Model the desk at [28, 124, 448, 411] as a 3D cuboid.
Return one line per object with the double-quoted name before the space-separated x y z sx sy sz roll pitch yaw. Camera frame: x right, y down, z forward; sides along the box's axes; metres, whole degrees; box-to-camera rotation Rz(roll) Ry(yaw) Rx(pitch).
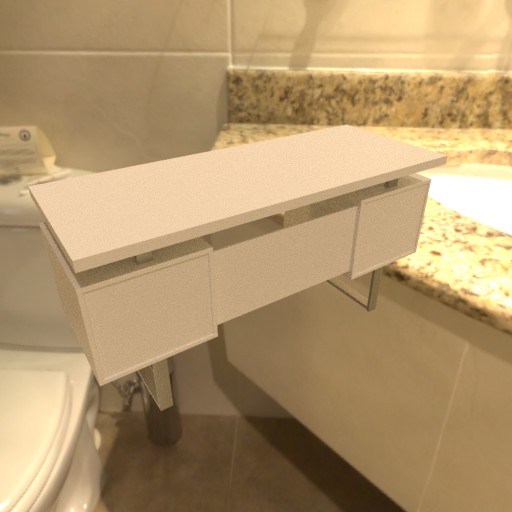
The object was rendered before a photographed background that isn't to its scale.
"desk" 0.000 0.000 1.903 1.530 0.773 0.603 -19 36 -28
